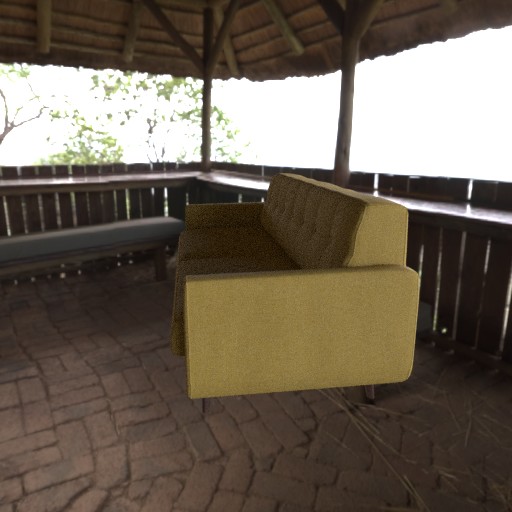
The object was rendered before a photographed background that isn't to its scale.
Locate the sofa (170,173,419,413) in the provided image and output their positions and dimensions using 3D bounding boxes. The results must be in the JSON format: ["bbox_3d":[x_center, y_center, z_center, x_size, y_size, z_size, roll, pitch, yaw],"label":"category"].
[{"bbox_3d":[0.000,0.000,2.538,0.909,0.841,2.029,-2,14,-8],"label":"sofa"}]
